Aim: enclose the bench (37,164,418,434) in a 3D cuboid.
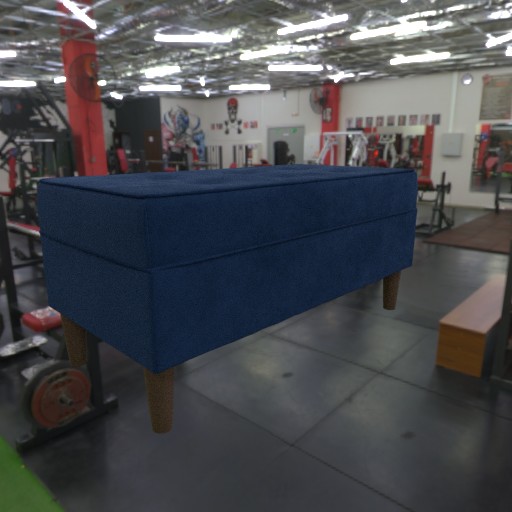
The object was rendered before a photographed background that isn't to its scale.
[{"bbox_3d":[0.000,0.000,1.264,0.489,0.467,1.010,14,20,43],"label":"bench"}]
